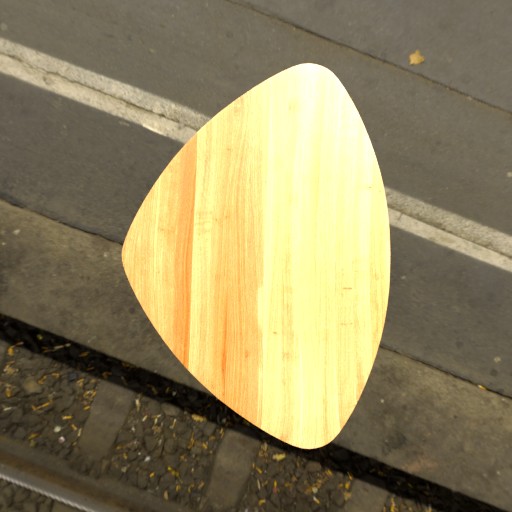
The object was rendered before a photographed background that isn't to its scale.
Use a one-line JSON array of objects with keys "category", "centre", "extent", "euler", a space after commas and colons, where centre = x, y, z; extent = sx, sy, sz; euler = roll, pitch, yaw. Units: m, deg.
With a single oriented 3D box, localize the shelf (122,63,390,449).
[{"category": "shelf", "centre": [0.000, 0.000, 1.644], "extent": [0.863, 0.439, 1.240], "euler": [0, 89, 0]}]
